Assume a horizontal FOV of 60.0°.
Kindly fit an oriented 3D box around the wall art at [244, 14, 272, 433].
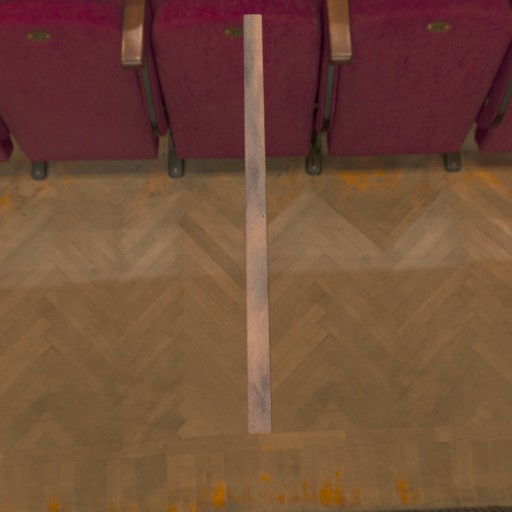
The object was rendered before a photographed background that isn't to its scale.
[{"bbox_3d":[0.000,0.000,1.100,0.035,0.747,0.747,-1,74,0],"label":"wall art"}]
